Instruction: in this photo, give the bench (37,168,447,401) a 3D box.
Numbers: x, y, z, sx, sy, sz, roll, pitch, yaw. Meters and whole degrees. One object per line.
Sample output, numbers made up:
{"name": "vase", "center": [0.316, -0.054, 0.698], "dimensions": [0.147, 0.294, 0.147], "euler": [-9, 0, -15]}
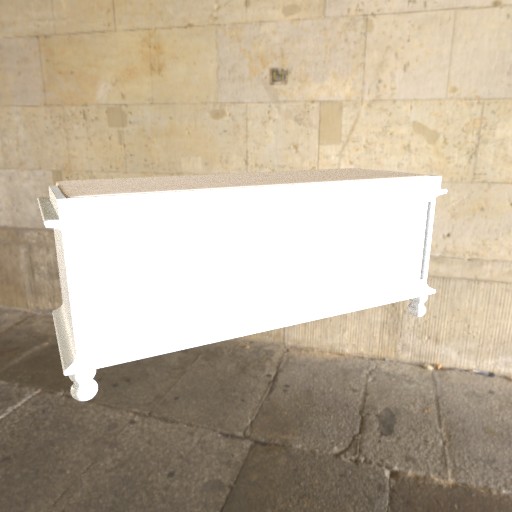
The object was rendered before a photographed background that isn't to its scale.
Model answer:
{"name": "bench", "center": [0.000, 0.000, 1.395], "dimensions": [1.185, 0.486, 0.402], "euler": [-8, 17, -26]}
